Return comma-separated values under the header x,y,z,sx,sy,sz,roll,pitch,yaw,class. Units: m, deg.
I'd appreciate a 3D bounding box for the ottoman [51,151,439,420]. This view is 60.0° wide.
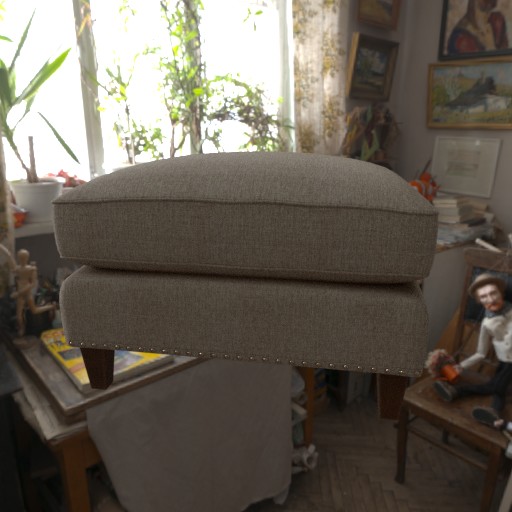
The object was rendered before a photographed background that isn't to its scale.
x,y,z,sx,sy,sz,roll,pitch,yaw,class
0.000,0.000,1.121,0.741,0.513,0.584,3,17,9,ottoman
